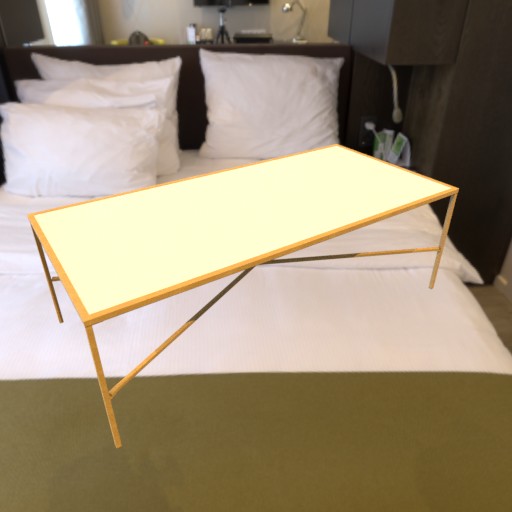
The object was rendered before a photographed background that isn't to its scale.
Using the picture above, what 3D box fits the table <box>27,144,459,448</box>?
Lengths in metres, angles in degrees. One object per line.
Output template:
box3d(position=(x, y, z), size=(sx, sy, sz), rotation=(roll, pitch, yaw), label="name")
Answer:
box3d(position=(0.000, 0.000, 1.467), size=(1.206, 0.398, 0.580), rotation=(-19, 36, -29), label="table")
